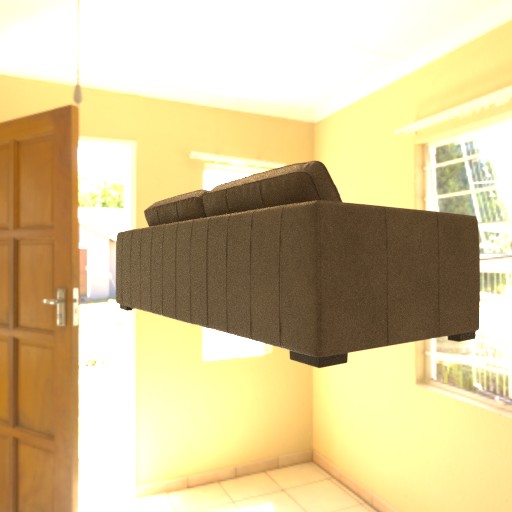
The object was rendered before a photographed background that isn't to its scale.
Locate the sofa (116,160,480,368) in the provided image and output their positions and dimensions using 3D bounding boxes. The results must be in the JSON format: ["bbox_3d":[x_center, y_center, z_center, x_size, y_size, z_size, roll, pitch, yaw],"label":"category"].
[{"bbox_3d":[0.000,0.000,2.725,1.070,0.801,2.262,0,0,-35],"label":"sofa"}]
